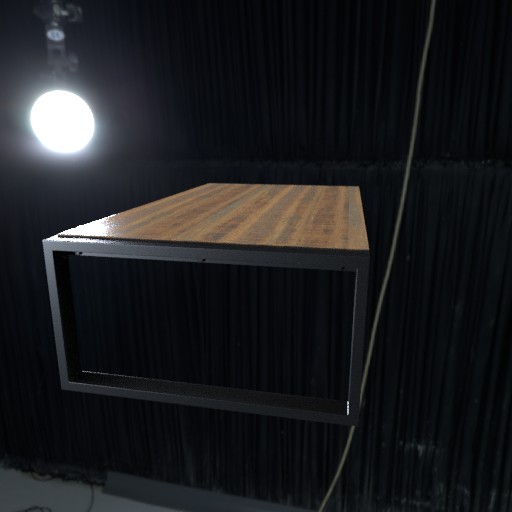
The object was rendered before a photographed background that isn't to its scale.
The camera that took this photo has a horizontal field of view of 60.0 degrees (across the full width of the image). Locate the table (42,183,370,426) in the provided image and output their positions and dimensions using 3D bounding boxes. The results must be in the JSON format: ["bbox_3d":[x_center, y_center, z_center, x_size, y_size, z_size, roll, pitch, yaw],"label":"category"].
[{"bbox_3d":[0.000,0.000,1.661,0.750,0.400,1.350,3,15,11],"label":"table"}]
